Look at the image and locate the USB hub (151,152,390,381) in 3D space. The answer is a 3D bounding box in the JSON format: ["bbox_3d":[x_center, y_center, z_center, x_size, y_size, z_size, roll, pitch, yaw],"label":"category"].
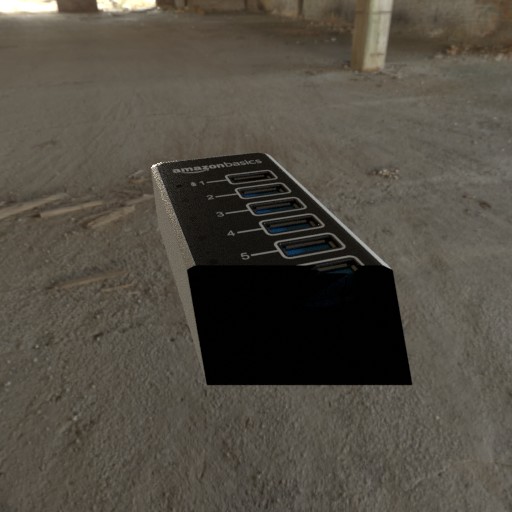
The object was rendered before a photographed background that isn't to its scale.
[{"bbox_3d":[0.000,0.000,0.125,0.044,0.023,0.110,-10,33,-15],"label":"USB hub"}]
